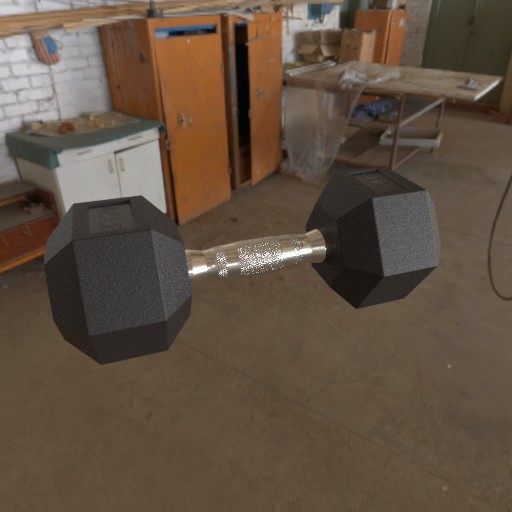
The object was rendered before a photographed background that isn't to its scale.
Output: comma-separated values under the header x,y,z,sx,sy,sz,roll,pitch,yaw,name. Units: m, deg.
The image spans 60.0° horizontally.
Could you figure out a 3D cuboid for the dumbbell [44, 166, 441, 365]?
x,y,z,sx,sy,sz,roll,pitch,yaw,name
0.000,0.000,0.423,0.356,0.123,0.141,-10,32,-16,dumbbell
